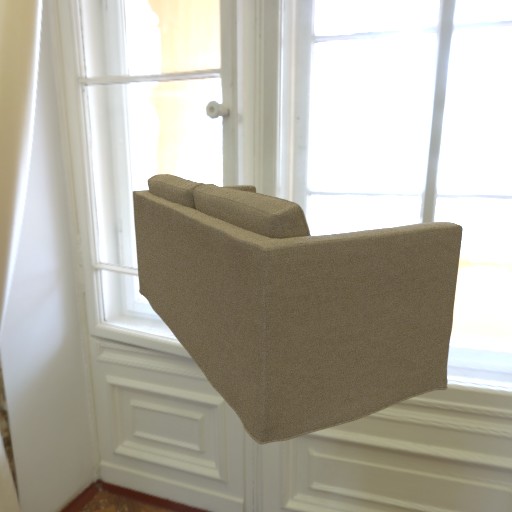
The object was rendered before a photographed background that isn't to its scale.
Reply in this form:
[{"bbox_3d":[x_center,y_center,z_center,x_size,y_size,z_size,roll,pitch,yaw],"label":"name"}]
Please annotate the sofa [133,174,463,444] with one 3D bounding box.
[{"bbox_3d":[0.000,0.000,2.491,0.956,0.847,1.987,-7,16,-26],"label":"sofa"}]
